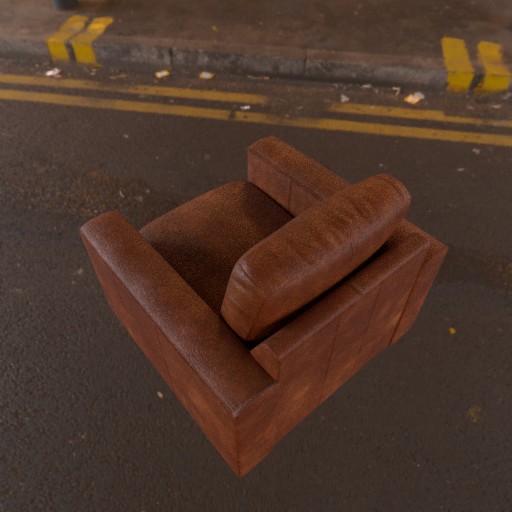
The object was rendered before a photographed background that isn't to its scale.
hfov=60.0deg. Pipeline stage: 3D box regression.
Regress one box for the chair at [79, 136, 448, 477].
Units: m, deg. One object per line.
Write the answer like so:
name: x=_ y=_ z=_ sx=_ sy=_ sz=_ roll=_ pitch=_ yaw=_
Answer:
chair: x=0.000 y=0.000 z=1.752 sx=1.005 sy=0.873 sz=1.016 roll=-32 pitch=55 yaw=-26
